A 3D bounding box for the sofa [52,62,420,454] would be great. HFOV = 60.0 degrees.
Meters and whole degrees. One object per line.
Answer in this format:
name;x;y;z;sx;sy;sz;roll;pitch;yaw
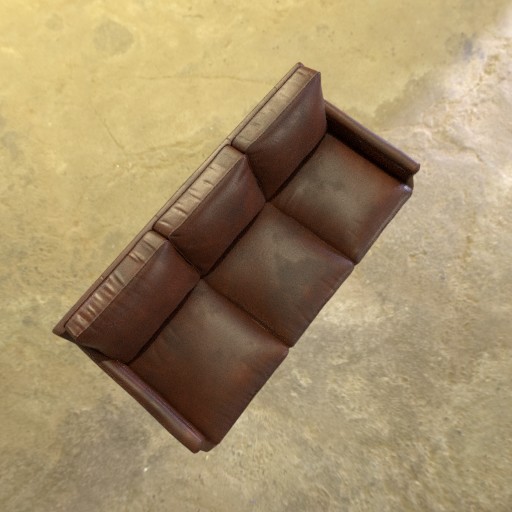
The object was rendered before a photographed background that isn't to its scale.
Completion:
sofa;0.000;0.000;2.820;1.084;1.003;2.240;38;79;9
